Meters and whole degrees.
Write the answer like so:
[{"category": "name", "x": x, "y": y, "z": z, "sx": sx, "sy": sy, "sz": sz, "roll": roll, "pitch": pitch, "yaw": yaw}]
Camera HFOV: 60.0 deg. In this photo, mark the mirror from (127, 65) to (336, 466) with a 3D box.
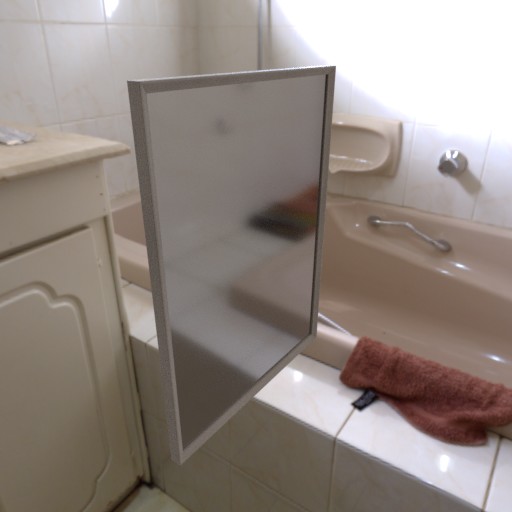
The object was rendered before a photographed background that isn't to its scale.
[{"category": "mirror", "x": 0.000, "y": 0.000, "z": 1.318, "sx": 0.041, "sy": 1.016, "sz": 0.762, "roll": 18, "pitch": 31, "yaw": 33}]
